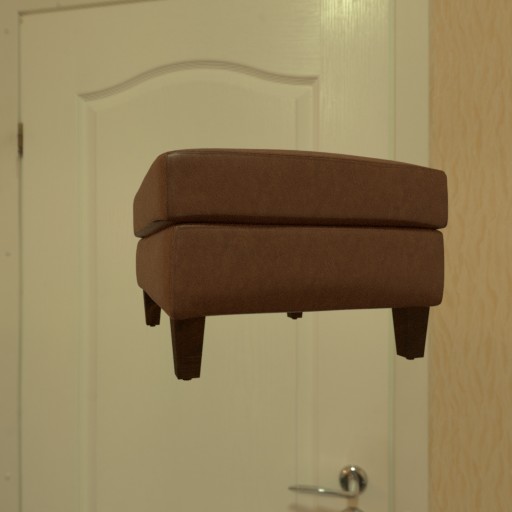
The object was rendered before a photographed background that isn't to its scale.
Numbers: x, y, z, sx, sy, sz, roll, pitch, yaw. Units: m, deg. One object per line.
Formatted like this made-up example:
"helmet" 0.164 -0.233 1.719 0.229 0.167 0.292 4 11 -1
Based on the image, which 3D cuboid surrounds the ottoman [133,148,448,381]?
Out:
"ottoman" 0.000 0.000 1.277 0.650 0.485 0.851 0 0 -19
